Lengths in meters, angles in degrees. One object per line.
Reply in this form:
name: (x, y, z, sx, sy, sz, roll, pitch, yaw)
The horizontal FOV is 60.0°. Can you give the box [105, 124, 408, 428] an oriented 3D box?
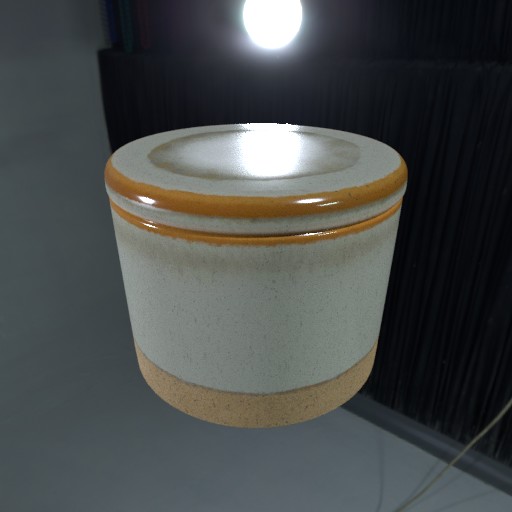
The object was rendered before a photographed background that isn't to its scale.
box: (0.000, 0.000, 0.208, 0.123, 0.100, 0.123, 0, 27, 0)
